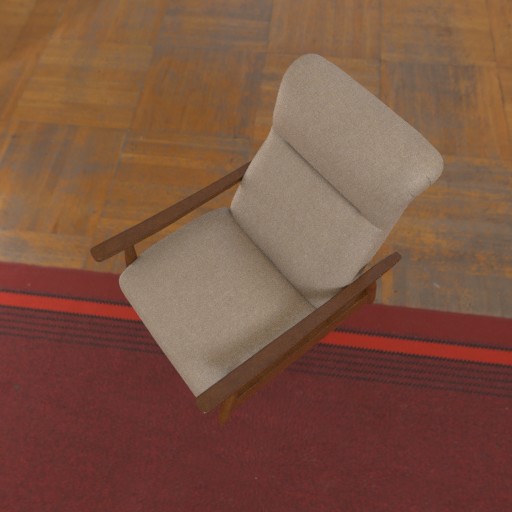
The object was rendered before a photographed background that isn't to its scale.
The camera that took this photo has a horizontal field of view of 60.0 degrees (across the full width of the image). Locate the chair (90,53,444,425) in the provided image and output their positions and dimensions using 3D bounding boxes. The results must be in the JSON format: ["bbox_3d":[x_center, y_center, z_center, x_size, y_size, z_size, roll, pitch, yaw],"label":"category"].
[{"bbox_3d":[0.000,0.000,1.777,1.030,1.082,0.762,-35,69,-16],"label":"chair"}]
